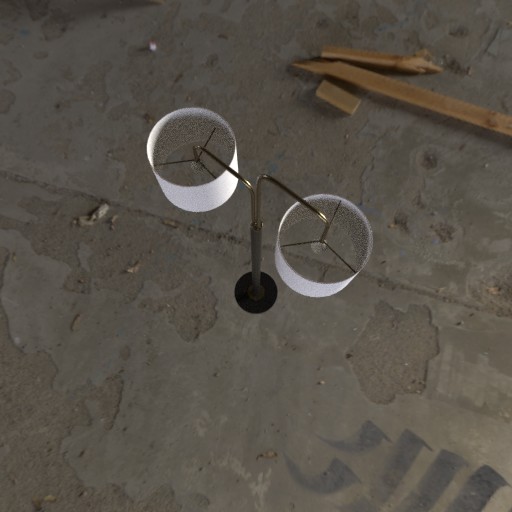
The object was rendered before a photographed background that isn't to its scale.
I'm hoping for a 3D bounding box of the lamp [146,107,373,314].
[{"bbox_3d":[0.000,0.000,1.852,0.711,1.587,0.254,35,77,9],"label":"lamp"}]
